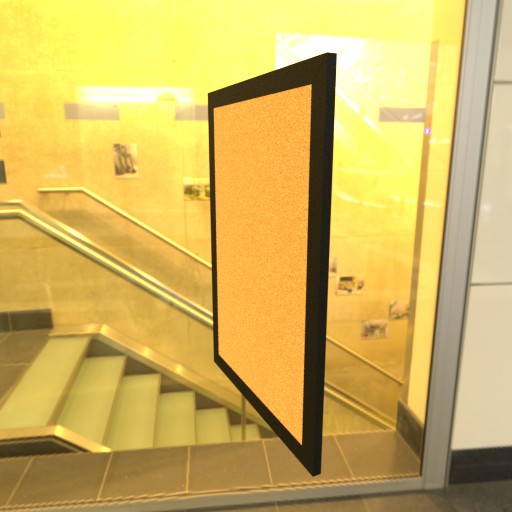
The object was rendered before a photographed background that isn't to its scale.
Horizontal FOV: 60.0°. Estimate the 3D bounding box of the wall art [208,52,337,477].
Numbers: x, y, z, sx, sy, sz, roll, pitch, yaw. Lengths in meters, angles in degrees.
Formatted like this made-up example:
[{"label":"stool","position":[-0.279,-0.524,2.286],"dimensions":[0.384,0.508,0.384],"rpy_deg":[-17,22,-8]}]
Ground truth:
[{"label":"wall art","position":[0.000,0.000,0.609],"dimensions":[0.011,0.459,0.326],"rpy_deg":[-6,15,-25]}]
